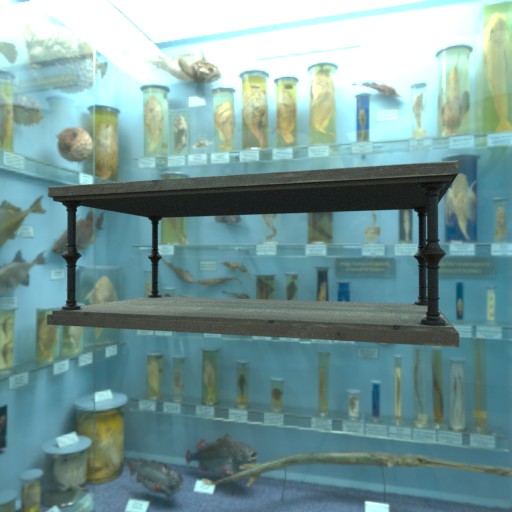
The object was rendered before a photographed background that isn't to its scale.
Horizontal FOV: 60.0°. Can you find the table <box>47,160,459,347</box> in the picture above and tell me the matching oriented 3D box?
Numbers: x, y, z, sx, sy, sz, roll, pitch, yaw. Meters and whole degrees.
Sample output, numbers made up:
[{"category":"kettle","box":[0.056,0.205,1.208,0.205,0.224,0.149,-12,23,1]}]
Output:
[{"category":"table","box":[0.000,0.000,1.377,1.088,0.399,0.554,0,-1,18]}]
